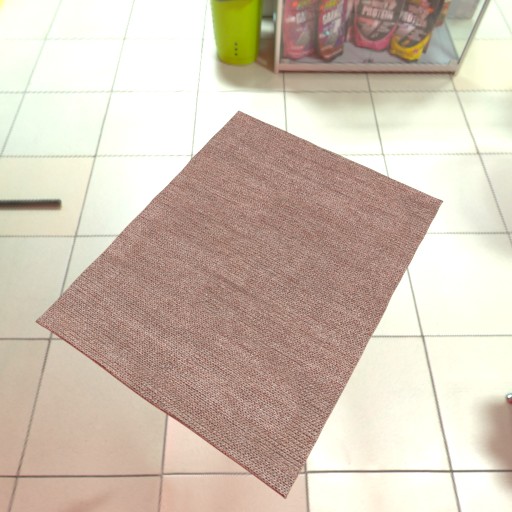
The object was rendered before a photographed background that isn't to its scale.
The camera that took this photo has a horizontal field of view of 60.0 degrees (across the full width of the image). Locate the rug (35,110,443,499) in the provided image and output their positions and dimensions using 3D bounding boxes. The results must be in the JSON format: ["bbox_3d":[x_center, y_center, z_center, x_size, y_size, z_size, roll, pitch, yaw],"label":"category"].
[{"bbox_3d":[0.000,0.000,4.020,2.429,0.030,3.052,29,63,16],"label":"rug"}]
